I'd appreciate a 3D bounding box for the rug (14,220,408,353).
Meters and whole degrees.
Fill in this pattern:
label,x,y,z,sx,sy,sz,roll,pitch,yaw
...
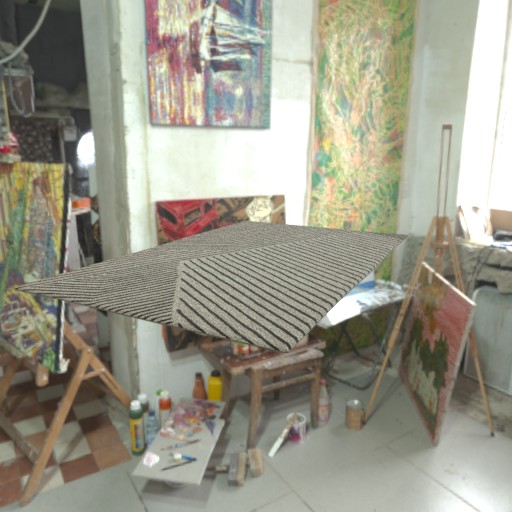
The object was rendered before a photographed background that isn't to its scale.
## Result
label,x,y,z,sx,sy,sz,roll,pitch,yaw
rug,0.000,0.000,2.944,1.539,0.023,2.406,7,16,27
